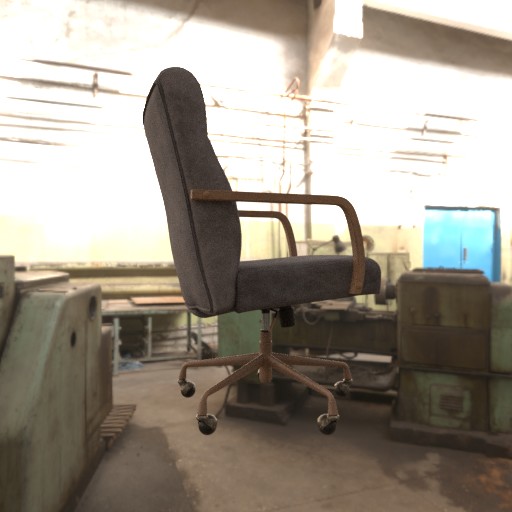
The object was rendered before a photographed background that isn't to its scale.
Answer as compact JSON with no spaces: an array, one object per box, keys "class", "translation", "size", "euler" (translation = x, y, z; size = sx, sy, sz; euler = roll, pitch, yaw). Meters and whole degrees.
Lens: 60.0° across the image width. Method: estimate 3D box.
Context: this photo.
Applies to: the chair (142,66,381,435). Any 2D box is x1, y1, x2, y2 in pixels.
[{"class":"chair","translation":[0.000,0.000,1.505],"size":[0.741,1.029,0.640],"euler":[0,0,-18]}]
